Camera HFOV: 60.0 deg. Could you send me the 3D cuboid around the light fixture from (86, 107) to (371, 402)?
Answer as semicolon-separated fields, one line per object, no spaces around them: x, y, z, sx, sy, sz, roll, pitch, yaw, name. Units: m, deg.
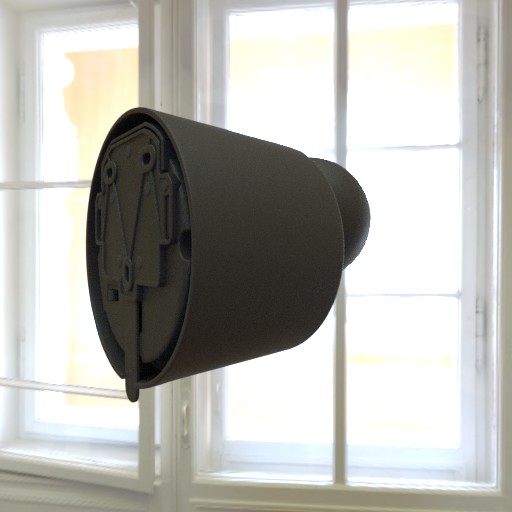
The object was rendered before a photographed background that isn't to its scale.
0.000;0.000;0.265;0.160;0.143;0.134;-1;1;-37;light fixture
